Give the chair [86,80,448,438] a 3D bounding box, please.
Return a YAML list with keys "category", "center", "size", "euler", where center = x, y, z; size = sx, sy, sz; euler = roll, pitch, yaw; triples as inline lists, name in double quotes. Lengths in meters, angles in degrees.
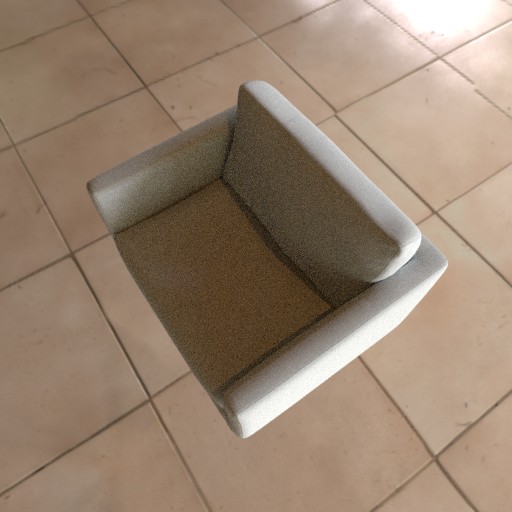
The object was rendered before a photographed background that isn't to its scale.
- category: "chair"
  center: [0.000, 0.000, 1.884]
  size: [0.953, 0.961, 1.107]
  euler: [-32, 67, -16]
